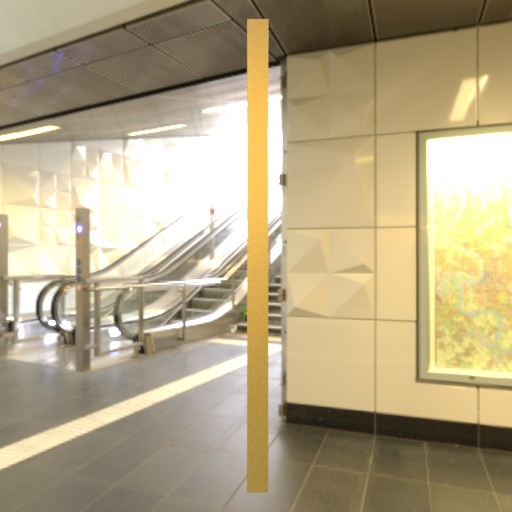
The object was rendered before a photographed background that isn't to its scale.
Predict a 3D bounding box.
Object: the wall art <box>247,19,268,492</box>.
[{"bbox_3d":[0.000,0.000,0.755,0.025,0.569,0.444,0,0,-1],"label":"wall art"}]
